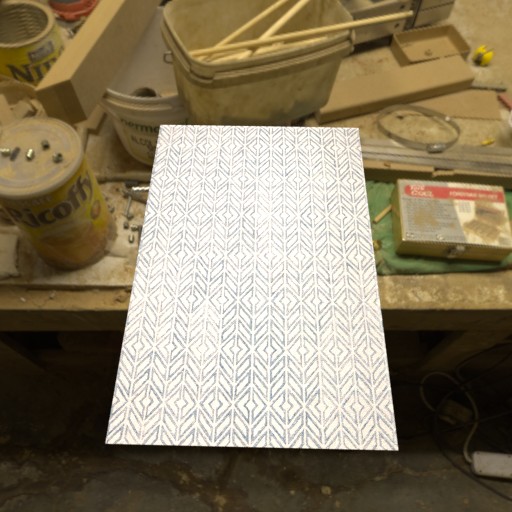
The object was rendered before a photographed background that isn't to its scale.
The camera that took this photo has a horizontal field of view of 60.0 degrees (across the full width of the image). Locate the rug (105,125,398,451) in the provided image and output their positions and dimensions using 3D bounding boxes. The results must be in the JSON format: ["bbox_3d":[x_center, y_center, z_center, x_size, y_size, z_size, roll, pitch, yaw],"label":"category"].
[{"bbox_3d":[0.000,0.000,2.289,1.220,0.008,1.824,1,61,1],"label":"rug"}]
